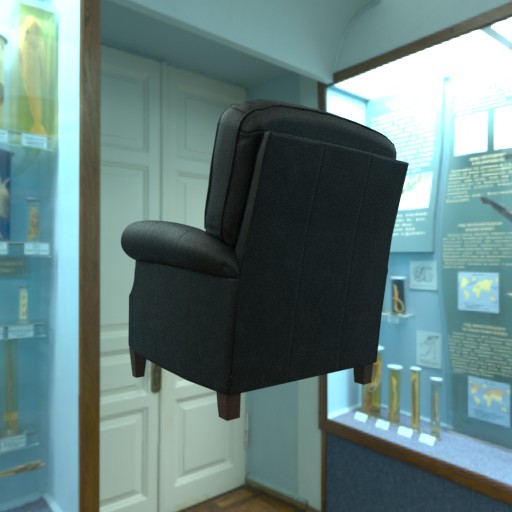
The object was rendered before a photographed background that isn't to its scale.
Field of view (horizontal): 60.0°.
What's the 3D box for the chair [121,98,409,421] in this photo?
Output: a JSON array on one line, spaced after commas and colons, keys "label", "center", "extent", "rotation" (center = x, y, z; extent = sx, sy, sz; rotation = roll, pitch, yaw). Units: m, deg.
[{"label": "chair", "center": [0.000, 0.000, 1.813], "extent": [0.936, 1.018, 0.986], "rotation": [0, -1, -38]}]
